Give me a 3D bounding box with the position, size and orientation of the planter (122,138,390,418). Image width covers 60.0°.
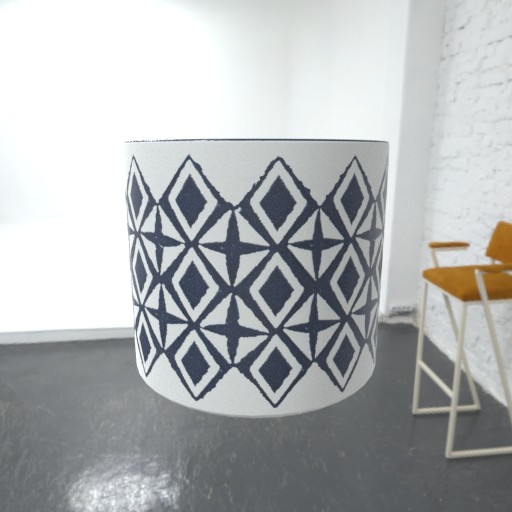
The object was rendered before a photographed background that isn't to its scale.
[{"bbox_3d":[0.000,0.000,0.331,0.182,0.165,0.182,0,13,0],"label":"planter"}]
